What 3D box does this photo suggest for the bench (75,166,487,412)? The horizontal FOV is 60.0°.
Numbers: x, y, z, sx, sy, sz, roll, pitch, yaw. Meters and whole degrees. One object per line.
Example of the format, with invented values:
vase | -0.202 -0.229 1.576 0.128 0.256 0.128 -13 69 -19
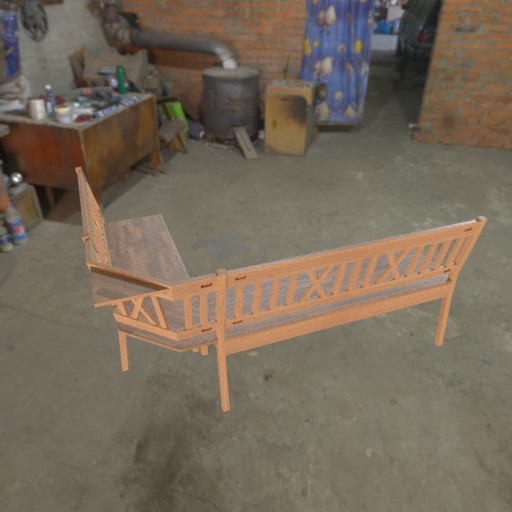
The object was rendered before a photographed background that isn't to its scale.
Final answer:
bench | 0.000 0.000 2.806 1.937 0.902 1.537 -11 33 -18
